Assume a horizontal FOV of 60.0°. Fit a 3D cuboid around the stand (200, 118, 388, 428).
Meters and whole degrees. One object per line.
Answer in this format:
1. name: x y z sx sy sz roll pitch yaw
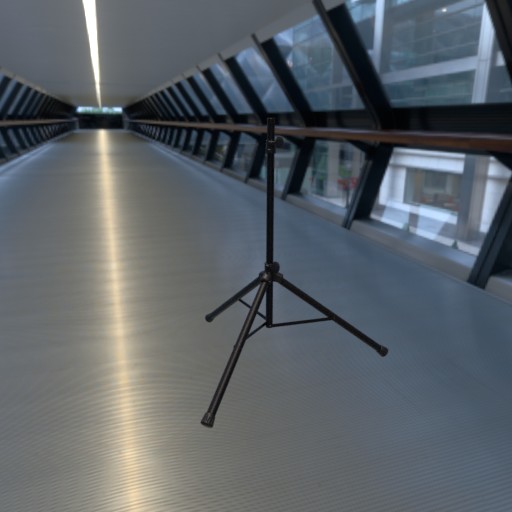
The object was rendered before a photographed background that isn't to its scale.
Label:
1. stand: 0.000 0.000 1.901 1.045 1.136 0.907 8 18 25
